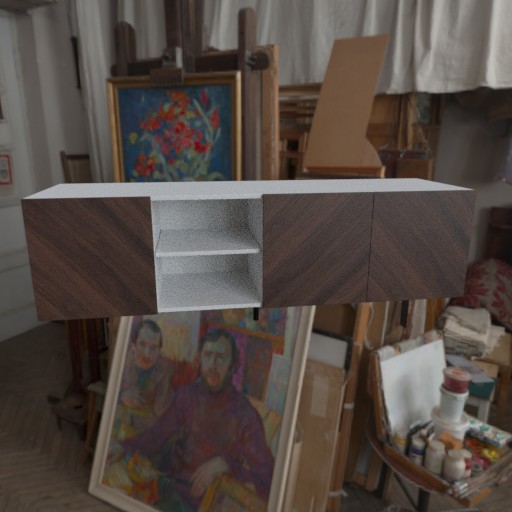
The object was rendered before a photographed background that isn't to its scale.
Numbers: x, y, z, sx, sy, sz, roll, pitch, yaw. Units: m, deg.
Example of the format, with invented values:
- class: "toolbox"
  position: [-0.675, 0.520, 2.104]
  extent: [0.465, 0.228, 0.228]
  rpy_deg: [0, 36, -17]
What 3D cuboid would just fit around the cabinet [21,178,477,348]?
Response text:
- class: "cabinet"
  position: [0.000, 0.000, 1.718]
  extent: [1.499, 0.533, 0.431]
  rpy_deg: [-2, 16, -8]
